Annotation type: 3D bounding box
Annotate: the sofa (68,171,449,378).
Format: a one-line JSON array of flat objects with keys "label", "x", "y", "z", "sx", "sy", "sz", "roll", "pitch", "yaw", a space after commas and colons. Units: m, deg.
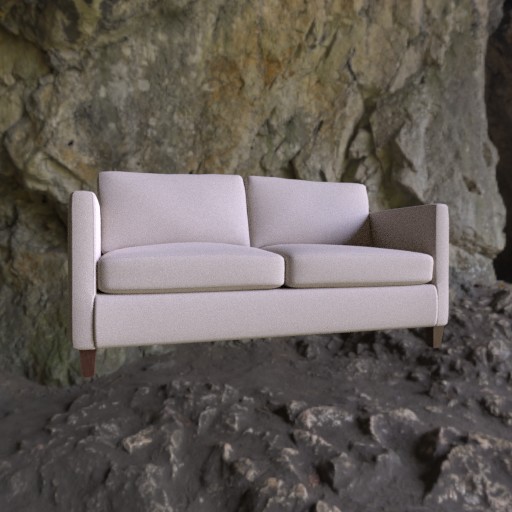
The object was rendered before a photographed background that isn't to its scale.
[{"label": "sofa", "x": 0.000, "y": 0.000, "z": 2.270, "sx": 1.722, "sy": 0.888, "sz": 0.873, "roll": 0, "pitch": 1, "yaw": -18}]
